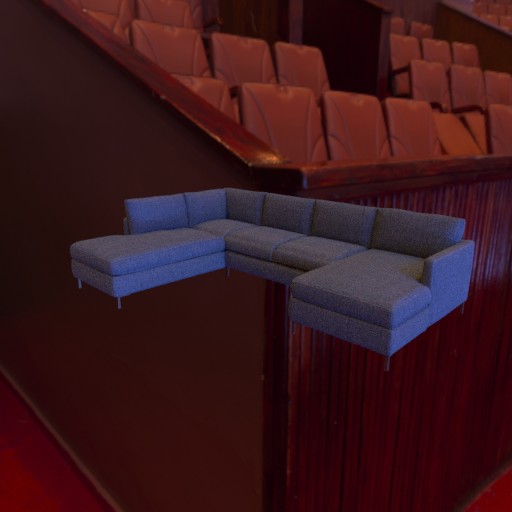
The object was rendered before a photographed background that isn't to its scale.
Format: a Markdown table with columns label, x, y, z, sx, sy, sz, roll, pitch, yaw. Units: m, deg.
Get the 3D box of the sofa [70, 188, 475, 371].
| label | x | y | z | sx | sy | sz | roll | pitch | yaw |
| --- | --- | --- | --- | --- | --- | --- | --- | --- | --- |
| sofa | 0.000 | 0.000 | 3.553 | 2.737 | 0.753 | 1.879 | 15 | 21 | 42 |
